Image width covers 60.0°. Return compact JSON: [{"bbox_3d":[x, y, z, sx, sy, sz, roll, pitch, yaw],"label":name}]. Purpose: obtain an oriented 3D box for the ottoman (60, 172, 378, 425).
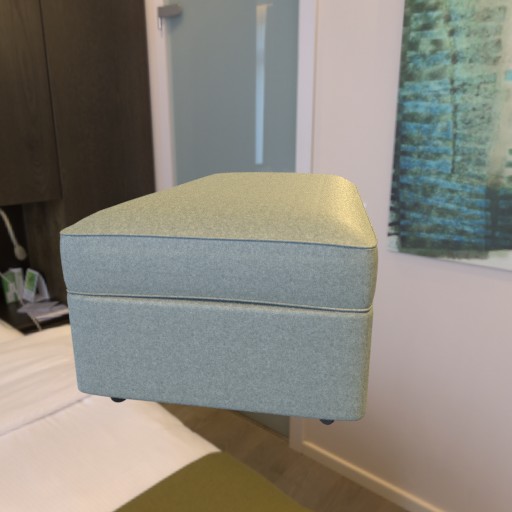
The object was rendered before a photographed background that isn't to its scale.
[{"bbox_3d":[0.000,0.000,1.486,0.681,0.494,1.173,3,15,10],"label":"ottoman"}]
